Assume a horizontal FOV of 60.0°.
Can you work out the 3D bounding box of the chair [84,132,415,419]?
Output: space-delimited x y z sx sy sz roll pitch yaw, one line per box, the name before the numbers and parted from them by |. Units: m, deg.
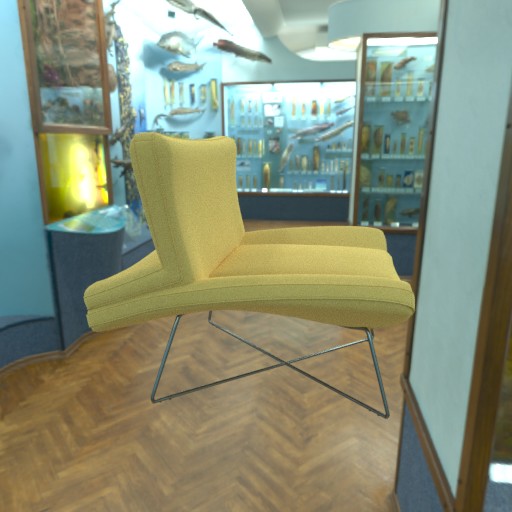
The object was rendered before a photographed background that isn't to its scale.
chair | 0.000 0.000 1.616 1.008 0.855 0.859 3 15 10
